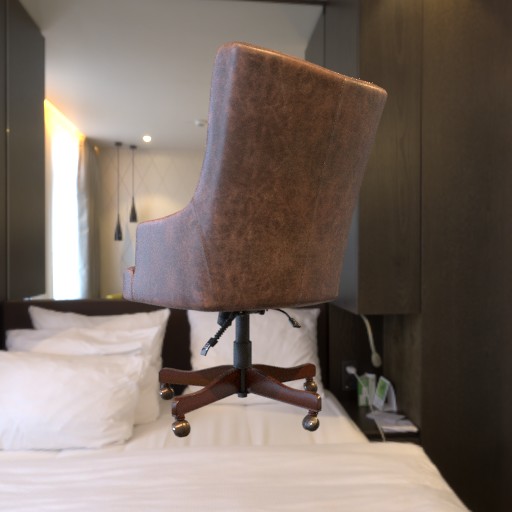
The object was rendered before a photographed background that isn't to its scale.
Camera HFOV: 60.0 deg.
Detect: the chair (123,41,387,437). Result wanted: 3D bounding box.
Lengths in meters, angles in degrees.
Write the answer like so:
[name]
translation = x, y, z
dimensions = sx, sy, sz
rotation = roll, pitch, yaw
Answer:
[chair]
translation = 0.000, 0.000, 1.441
dimensions = 0.641, 1.035, 0.762
rotation = 0, 0, -36
